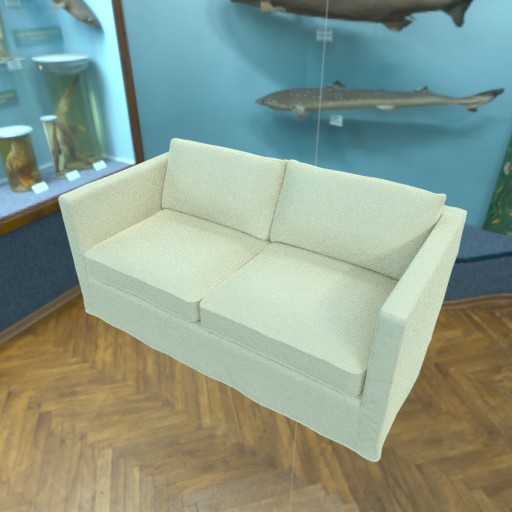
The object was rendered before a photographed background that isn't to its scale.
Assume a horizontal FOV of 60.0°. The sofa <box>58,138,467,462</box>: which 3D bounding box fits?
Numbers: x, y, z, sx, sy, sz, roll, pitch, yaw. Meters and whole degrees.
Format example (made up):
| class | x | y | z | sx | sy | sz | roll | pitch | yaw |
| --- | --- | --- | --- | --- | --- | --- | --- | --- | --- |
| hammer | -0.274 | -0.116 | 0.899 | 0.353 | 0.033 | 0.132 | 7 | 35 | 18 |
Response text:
| class | x | y | z | sx | sy | sz | roll | pitch | yaw |
| --- | --- | --- | --- | --- | --- | --- | --- | --- | --- |
| sofa | 0.000 | 0.000 | 2.243 | 1.746 | 0.834 | 0.962 | 19 | 37 | 28 |
